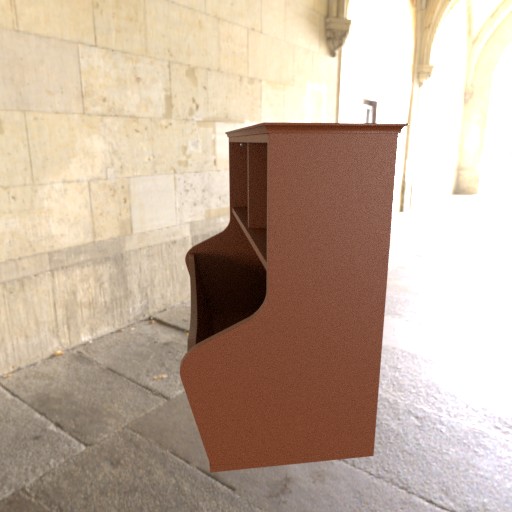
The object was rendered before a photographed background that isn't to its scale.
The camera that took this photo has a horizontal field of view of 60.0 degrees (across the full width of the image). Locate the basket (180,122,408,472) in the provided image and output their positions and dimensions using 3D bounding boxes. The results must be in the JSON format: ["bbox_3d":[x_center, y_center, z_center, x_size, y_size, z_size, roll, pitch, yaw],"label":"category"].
[{"bbox_3d":[0.000,0.000,1.136,0.376,0.625,0.792,-2,15,-8],"label":"basket"}]
